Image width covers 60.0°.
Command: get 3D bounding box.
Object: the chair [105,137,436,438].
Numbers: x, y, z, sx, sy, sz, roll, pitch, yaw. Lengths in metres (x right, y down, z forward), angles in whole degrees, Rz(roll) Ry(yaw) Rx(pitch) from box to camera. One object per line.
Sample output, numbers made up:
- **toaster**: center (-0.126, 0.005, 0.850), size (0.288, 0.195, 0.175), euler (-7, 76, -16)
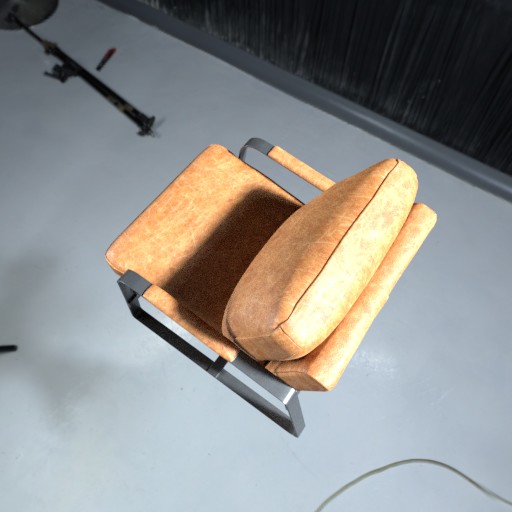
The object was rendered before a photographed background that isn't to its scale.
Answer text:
- **chair**: center (0.000, 0.000, 1.380), size (0.801, 0.777, 0.651), euler (32, 67, 15)
